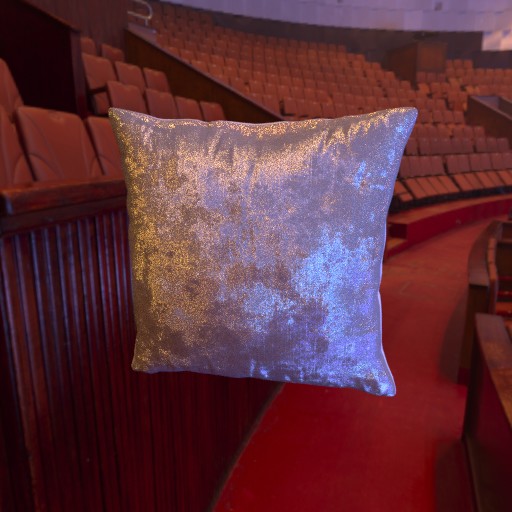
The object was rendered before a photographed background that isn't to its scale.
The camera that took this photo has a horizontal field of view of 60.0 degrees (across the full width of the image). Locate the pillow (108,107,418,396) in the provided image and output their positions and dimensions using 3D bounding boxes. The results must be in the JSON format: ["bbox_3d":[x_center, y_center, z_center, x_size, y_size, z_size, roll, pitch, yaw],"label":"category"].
[{"bbox_3d":[0.000,0.000,0.722,0.470,0.464,0.175,2,14,9],"label":"pillow"}]
